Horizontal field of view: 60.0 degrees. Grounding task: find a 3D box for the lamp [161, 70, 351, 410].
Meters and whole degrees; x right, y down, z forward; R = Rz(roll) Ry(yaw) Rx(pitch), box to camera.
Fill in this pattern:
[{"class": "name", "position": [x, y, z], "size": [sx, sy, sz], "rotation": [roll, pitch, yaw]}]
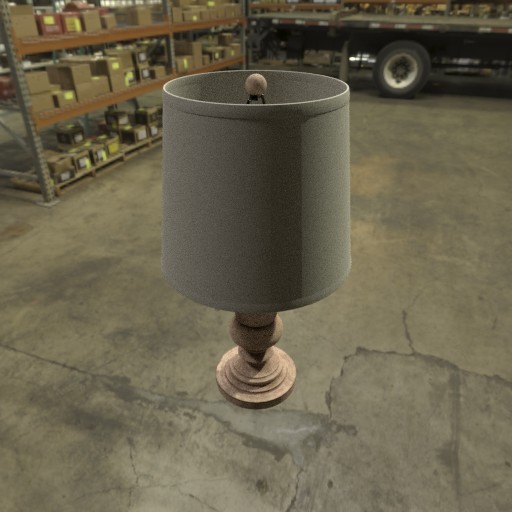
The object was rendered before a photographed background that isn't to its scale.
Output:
[{"class": "lamp", "position": [0.000, 0.000, 0.646], "size": [0.273, 0.497, 0.273], "rotation": [0, 31, 0]}]
